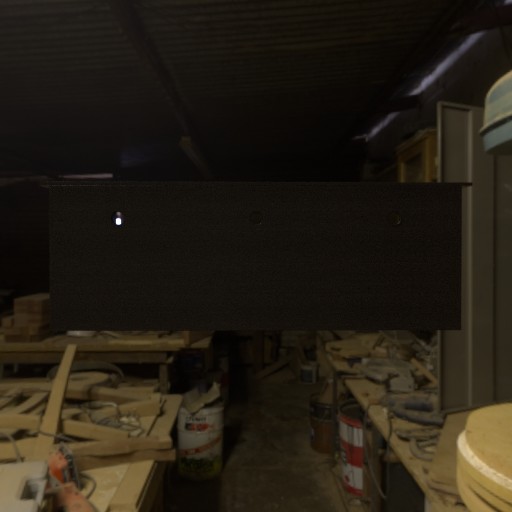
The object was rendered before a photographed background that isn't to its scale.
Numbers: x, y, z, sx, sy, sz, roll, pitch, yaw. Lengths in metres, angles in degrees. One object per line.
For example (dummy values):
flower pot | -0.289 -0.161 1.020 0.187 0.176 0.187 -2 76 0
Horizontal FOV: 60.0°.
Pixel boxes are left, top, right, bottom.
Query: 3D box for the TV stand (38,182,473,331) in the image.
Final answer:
TV stand | 0.000 0.000 2.021 1.778 0.610 0.406 0 0 -1
